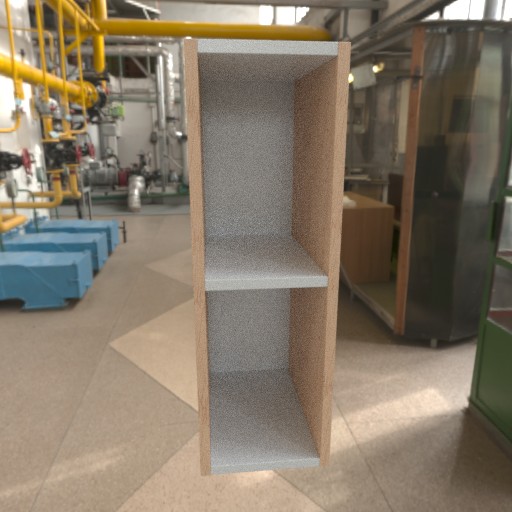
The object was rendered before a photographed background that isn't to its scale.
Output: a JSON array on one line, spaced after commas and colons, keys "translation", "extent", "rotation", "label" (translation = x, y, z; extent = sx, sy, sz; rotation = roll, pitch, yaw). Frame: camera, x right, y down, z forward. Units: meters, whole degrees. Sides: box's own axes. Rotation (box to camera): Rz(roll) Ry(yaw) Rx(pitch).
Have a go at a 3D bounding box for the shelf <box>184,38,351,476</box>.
[{"translation": [0.000, 0.000, 0.735], "extent": [0.200, 0.600, 0.290], "rotation": [-2, 15, -6], "label": "shelf"}]
